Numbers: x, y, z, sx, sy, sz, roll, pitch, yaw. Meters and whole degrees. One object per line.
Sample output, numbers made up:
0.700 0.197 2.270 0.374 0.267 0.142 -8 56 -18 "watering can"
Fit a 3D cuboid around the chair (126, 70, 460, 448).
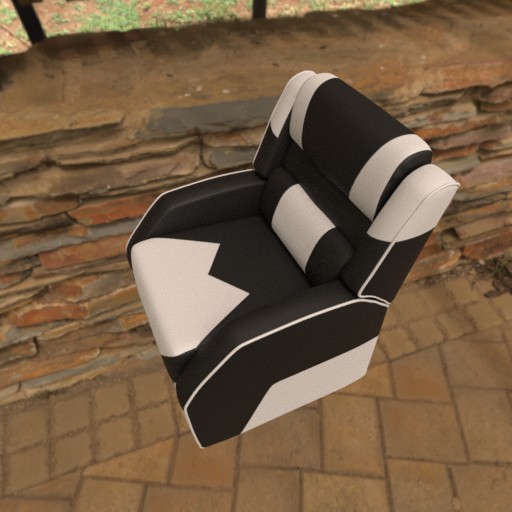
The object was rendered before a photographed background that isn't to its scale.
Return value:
0.000 0.000 1.271 0.672 0.805 0.620 -18 48 -17 "chair"
